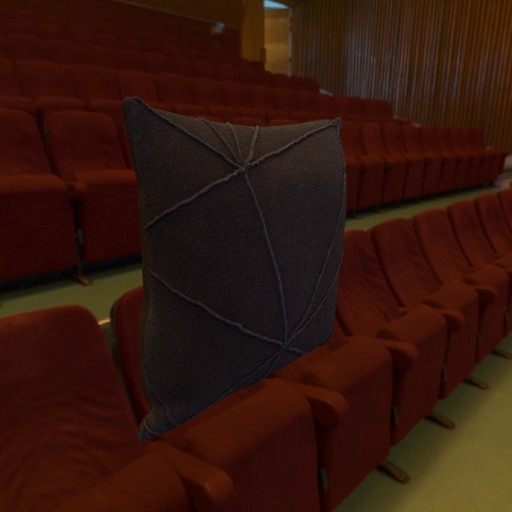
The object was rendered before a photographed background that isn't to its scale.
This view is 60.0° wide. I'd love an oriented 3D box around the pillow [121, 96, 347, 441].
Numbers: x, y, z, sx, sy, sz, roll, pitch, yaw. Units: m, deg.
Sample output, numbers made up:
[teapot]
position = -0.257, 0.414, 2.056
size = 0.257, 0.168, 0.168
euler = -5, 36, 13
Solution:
[pillow]
position = 0.000, 0.000, 0.686
size = 0.183, 0.440, 0.439
euler = 14, 20, 42
